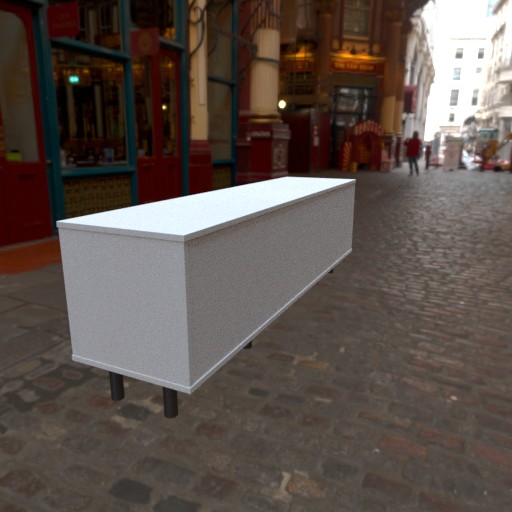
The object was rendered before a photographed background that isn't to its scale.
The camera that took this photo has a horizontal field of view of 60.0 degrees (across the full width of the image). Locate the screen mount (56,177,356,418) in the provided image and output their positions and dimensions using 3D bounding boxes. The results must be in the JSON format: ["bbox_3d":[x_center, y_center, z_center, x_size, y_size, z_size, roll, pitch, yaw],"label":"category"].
[{"bbox_3d":[0.000,0.000,1.837,0.418,0.520,1.600,7,16,25],"label":"screen mount"}]
